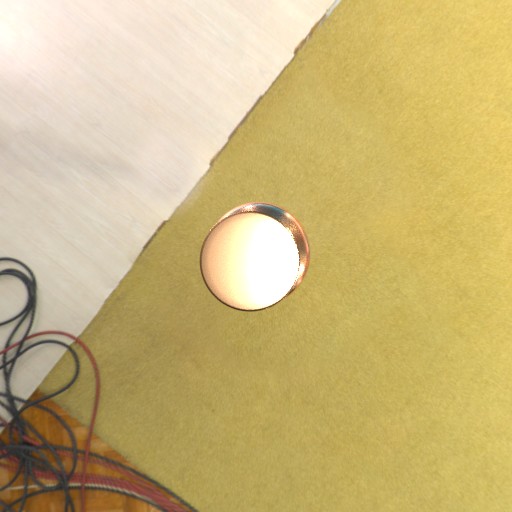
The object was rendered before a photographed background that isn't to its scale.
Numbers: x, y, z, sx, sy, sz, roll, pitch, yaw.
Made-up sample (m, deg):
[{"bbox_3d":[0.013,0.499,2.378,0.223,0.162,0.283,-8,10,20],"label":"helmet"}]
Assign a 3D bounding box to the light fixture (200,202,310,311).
[{"bbox_3d":[0.000,0.000,0.916,0.301,0.754,0.301,0,91,1],"label":"light fixture"}]
